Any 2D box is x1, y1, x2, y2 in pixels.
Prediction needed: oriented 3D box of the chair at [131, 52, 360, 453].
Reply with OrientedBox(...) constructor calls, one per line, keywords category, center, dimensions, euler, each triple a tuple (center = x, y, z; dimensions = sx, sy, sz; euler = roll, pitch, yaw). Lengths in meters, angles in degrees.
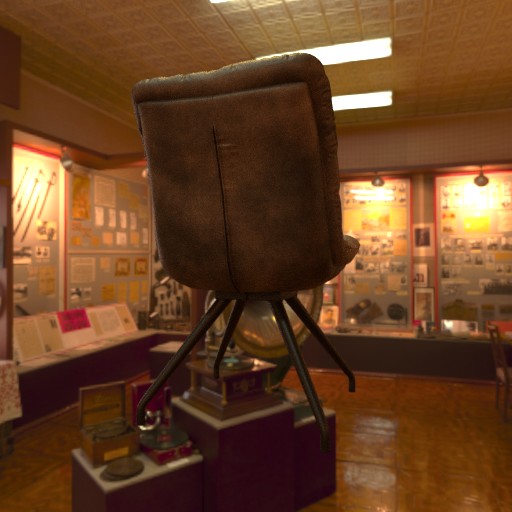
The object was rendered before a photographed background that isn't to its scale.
OrientedBox(category="chair", center=(0.000, 0.000, 1.270), dimensions=(0.549, 0.870, 0.622), euler=(0, 0, 19))
